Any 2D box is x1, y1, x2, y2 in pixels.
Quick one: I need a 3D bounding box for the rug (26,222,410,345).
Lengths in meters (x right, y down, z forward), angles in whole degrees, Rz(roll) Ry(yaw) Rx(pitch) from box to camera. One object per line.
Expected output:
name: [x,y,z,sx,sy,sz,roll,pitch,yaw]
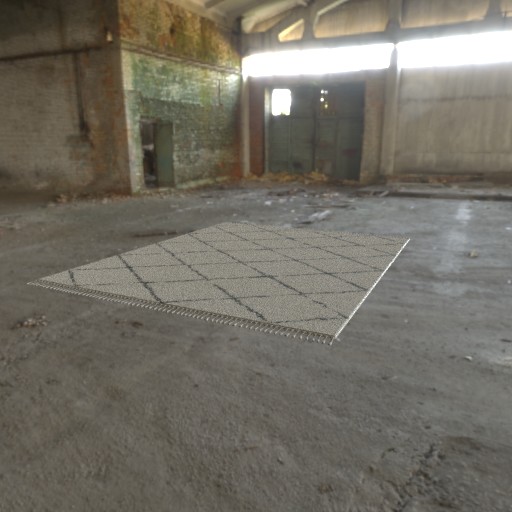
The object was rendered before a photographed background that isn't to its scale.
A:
rug: [0.000,0.000,4.158,2.380,0.013,3.051,7,16,25]
